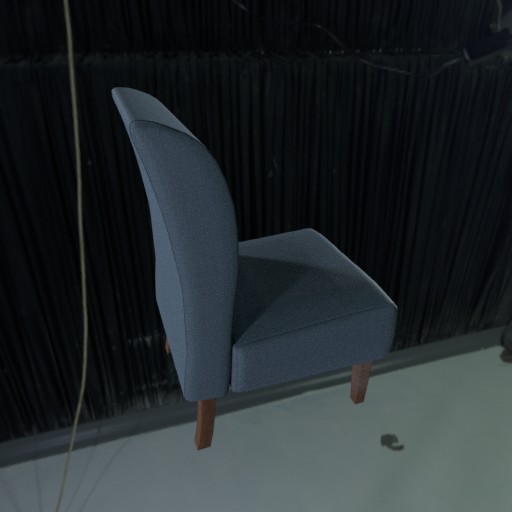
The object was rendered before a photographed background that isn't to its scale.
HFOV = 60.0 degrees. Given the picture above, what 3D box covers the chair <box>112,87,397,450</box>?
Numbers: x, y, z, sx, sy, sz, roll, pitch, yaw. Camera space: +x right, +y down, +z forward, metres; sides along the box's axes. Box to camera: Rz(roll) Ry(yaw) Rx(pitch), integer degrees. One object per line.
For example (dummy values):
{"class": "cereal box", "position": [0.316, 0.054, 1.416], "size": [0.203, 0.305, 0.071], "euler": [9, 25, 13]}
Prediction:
{"class": "chair", "position": [0.000, 0.000, 1.158], "size": [0.592, 0.804, 0.513], "euler": [-10, 30, -18]}
